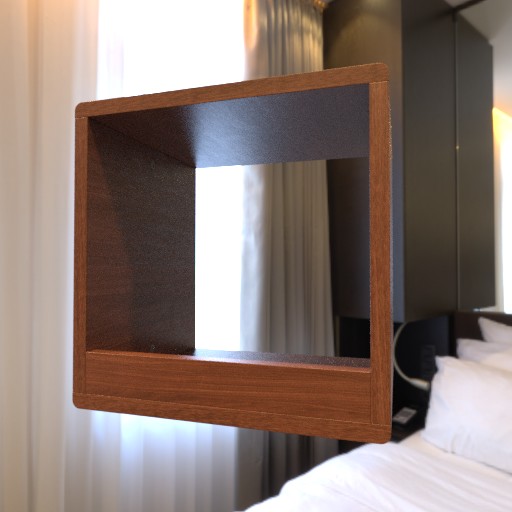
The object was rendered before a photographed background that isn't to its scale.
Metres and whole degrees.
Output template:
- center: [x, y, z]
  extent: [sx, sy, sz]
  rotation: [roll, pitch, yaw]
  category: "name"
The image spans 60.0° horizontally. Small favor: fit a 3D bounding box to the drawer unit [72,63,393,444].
- center: [0.000, 0.000, 0.596]
  extent: [0.349, 0.351, 0.290]
  rotation: [0, -1, 18]
  category: "drawer unit"
